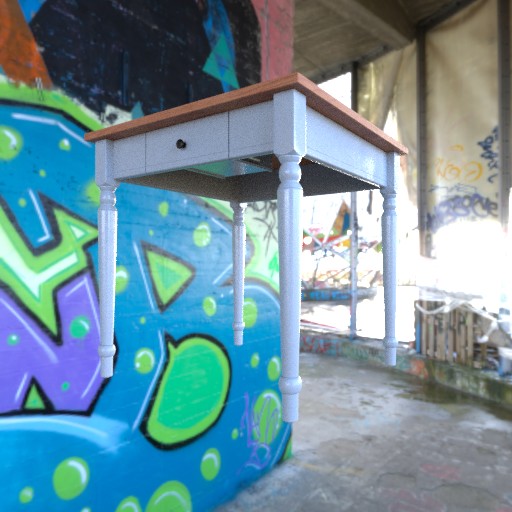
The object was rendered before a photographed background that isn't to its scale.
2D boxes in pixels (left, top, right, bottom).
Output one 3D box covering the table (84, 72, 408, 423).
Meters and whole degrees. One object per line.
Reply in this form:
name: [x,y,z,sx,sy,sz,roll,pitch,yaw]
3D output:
table: [0.000,0.000,1.423,0.747,0.738,0.747,-1,-1,36]
